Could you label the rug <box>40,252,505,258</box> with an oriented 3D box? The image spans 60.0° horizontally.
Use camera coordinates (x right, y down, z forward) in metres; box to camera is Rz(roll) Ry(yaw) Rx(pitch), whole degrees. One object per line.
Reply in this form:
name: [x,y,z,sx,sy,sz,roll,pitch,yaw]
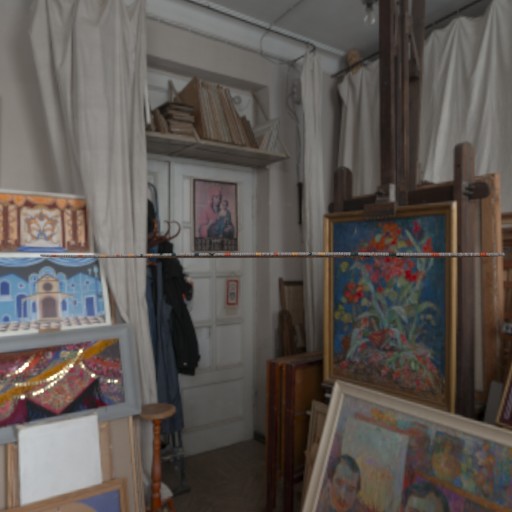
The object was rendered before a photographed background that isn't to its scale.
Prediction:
rug: [0.000,0.000,2.571,2.419,0.022,0.744,0,-1,18]
